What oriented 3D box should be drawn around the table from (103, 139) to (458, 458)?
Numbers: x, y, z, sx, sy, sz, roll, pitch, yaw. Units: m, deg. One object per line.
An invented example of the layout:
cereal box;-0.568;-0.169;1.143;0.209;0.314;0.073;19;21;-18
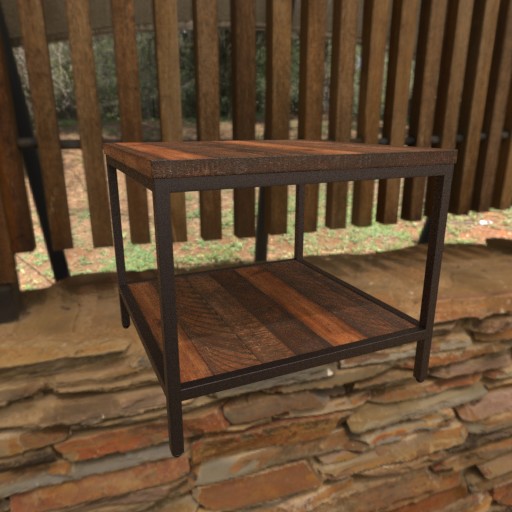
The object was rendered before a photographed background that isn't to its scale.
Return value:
table;0.000;0.000;0.998;0.553;0.482;0.548;-8;18;-23
